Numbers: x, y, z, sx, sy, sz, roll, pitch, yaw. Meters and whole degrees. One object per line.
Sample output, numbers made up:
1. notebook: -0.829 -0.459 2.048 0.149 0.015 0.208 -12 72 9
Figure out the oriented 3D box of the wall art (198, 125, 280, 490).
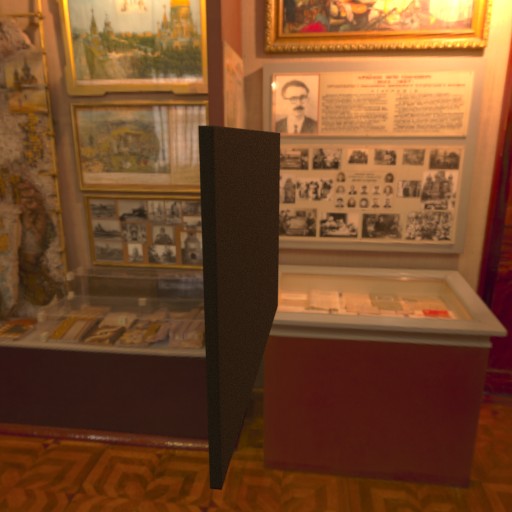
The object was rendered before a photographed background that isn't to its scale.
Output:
1. wall art: 0.000 0.000 1.206 0.026 0.656 0.958 2 15 9
